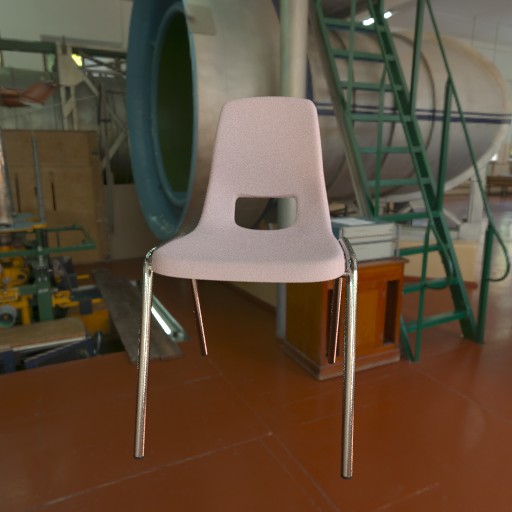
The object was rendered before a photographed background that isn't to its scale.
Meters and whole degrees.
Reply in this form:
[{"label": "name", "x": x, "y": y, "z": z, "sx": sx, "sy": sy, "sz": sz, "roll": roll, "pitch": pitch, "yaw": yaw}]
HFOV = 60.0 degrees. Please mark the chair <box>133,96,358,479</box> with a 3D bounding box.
[{"label": "chair", "x": 0.000, "y": 0.000, "z": 0.889, "sx": 0.381, "sy": 0.653, "sz": 0.436, "roll": 2, "pitch": 13, "yaw": 8}]
